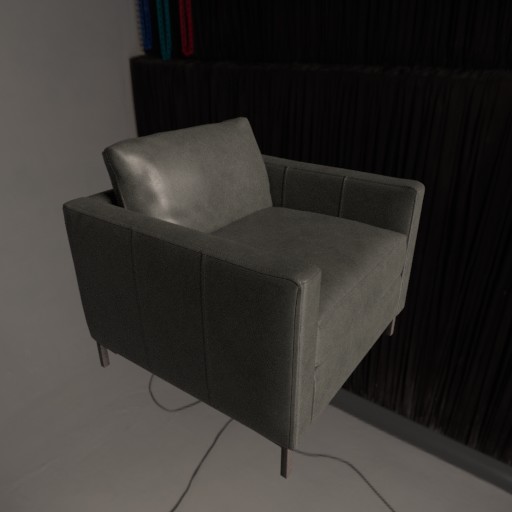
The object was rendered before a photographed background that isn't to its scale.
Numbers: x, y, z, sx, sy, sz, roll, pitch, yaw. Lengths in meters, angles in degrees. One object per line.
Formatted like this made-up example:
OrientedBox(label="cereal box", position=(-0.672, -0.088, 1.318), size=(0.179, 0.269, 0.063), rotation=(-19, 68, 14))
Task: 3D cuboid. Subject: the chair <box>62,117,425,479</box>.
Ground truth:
OrientedBox(label="chair", position=(0.000, 0.000, 1.491), size=(0.861, 0.824, 0.967), rotation=(17, 31, 31))
